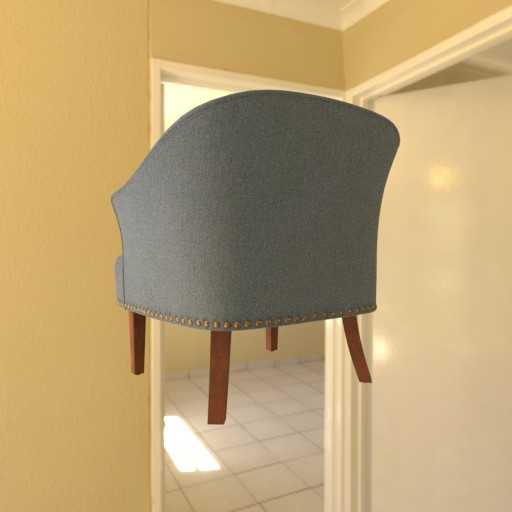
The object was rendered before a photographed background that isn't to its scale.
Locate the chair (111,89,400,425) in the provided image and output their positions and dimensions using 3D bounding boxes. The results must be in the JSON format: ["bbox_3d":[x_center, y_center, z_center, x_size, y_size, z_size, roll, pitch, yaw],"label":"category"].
[{"bbox_3d":[0.000,0.000,1.417,0.798,0.815,0.704,-1,2,-36],"label":"chair"}]
